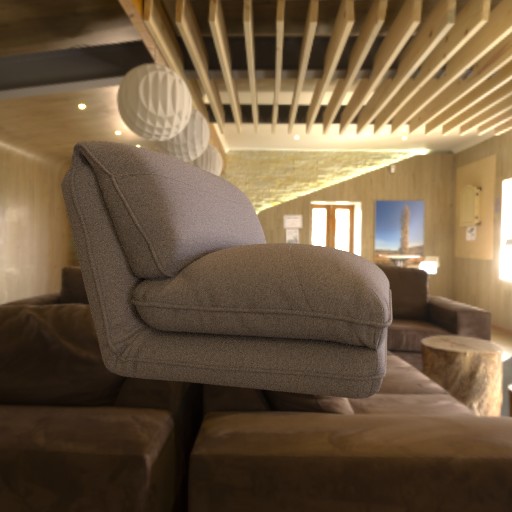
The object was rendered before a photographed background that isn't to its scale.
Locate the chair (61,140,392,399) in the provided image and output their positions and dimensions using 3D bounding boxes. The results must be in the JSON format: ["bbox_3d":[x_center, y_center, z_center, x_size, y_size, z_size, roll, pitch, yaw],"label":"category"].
[{"bbox_3d":[0.000,0.000,1.331,0.780,0.580,0.820,0,1,17],"label":"chair"}]
